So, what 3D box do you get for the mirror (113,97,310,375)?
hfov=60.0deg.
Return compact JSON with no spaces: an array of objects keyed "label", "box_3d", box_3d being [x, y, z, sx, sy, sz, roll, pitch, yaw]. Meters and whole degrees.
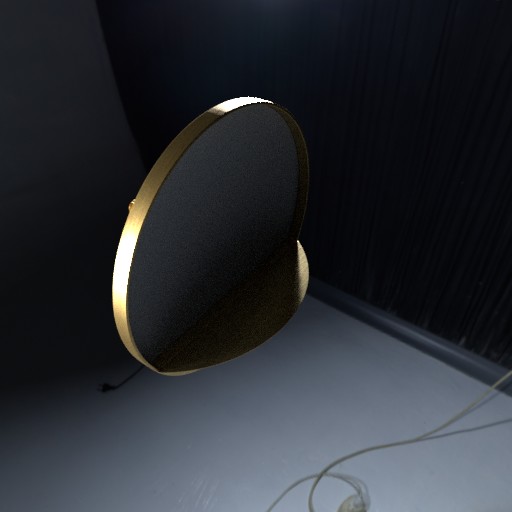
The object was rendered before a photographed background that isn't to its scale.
[{"label":"mirror","box_3d":[0.000,0.000,0.703,0.133,0.457,0.457,25,46,27]}]
